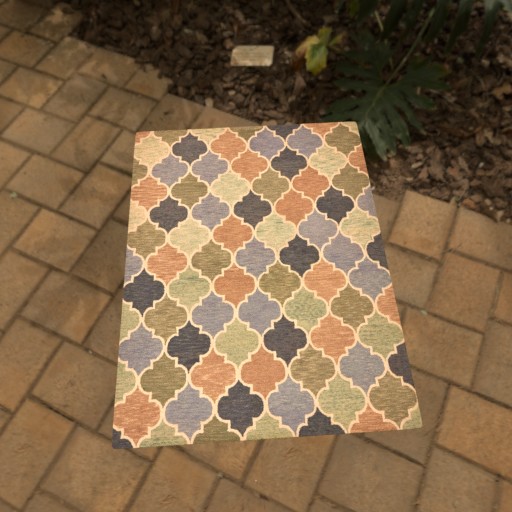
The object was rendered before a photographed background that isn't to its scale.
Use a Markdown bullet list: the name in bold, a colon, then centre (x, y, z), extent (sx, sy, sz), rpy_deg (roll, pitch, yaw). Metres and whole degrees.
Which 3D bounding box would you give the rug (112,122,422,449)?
- **rug**: centre (0.000, 0.000, 4.176), extent (2.439, 0.013, 3.200), rpy_deg (-3, 63, -2)
